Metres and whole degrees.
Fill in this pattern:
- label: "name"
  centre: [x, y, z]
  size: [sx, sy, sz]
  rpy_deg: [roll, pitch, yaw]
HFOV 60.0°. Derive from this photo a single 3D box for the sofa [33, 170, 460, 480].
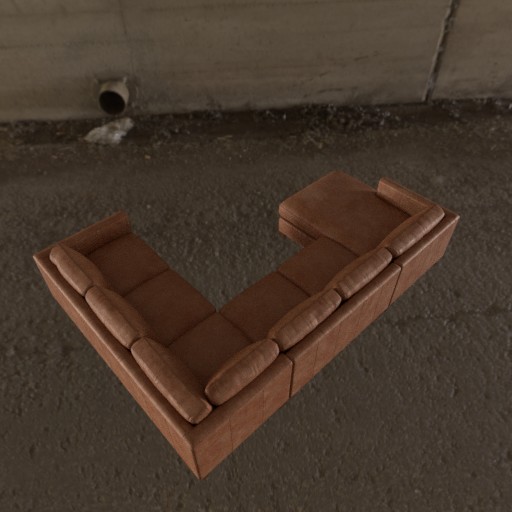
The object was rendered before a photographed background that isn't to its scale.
- label: "sofa"
  centre: [0.000, 0.000, 4.495]
  size: [3.401, 0.832, 2.430]
  rpy_deg: [-34, 55, -28]
